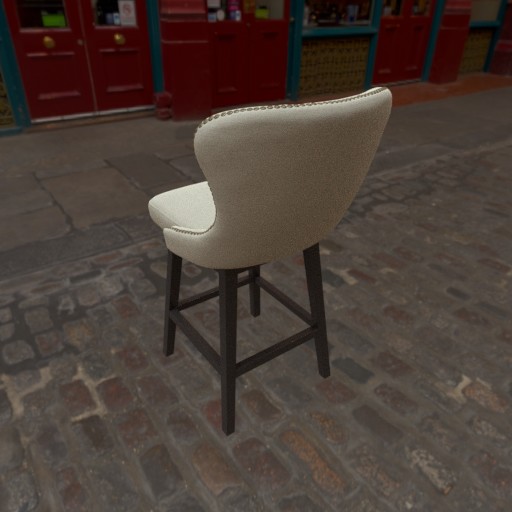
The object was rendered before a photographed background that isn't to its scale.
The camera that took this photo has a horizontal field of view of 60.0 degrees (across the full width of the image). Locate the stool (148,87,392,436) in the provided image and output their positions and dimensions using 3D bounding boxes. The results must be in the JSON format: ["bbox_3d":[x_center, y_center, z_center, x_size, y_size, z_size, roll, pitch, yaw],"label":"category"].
[{"bbox_3d":[0.000,0.000,1.296,0.528,0.971,0.593,-20,36,-30],"label":"stool"}]
